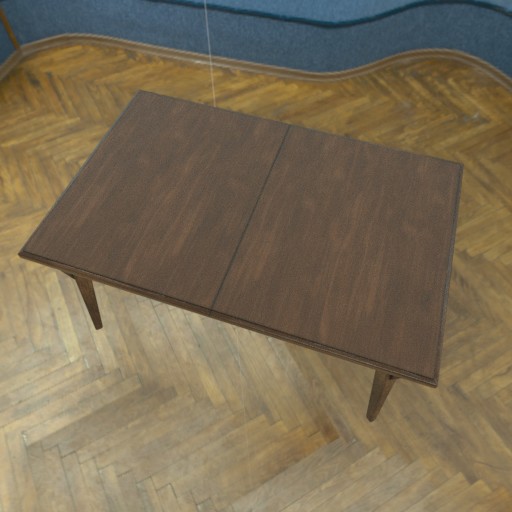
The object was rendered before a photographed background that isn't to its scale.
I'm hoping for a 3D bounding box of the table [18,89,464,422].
[{"bbox_3d":[0.000,0.000,2.070,1.524,0.761,0.990,16,59,10],"label":"table"}]
